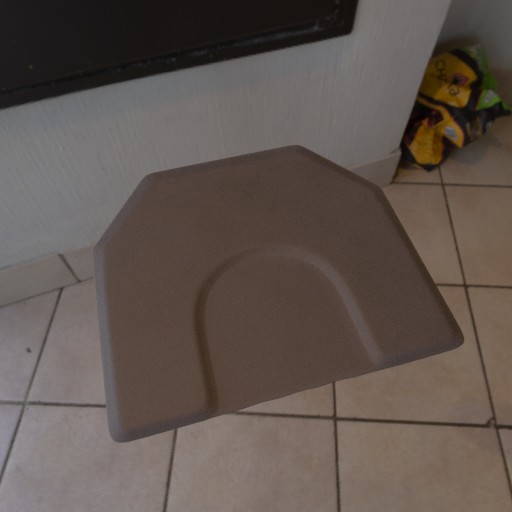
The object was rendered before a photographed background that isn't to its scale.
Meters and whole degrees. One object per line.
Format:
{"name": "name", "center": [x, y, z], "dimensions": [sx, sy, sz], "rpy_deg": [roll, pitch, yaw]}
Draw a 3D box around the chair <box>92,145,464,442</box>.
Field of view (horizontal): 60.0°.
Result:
{"name": "chair", "center": [0.000, 0.000, 1.920], "dimensions": [1.372, 0.024, 1.219], "rpy_deg": [-13, 58, -8]}
